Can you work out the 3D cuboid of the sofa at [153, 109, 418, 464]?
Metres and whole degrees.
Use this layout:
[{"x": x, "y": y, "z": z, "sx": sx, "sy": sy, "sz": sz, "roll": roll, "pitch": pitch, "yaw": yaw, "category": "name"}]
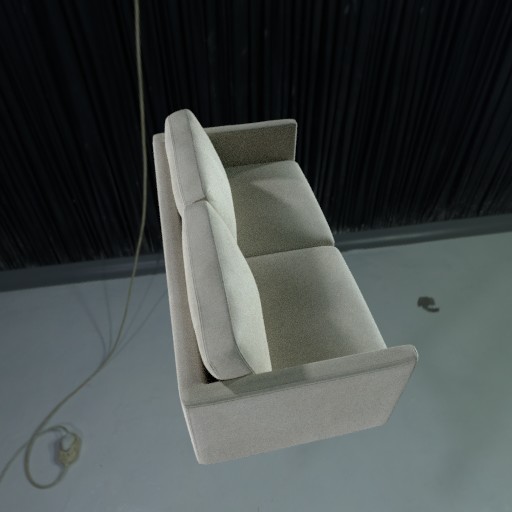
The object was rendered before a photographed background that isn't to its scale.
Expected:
[{"x": 0.000, "y": 0.000, "z": 2.421, "sx": 0.950, "sy": 0.940, "sz": 1.846, "roll": -9, "pitch": 48, "yaw": -8, "category": "sofa"}]
